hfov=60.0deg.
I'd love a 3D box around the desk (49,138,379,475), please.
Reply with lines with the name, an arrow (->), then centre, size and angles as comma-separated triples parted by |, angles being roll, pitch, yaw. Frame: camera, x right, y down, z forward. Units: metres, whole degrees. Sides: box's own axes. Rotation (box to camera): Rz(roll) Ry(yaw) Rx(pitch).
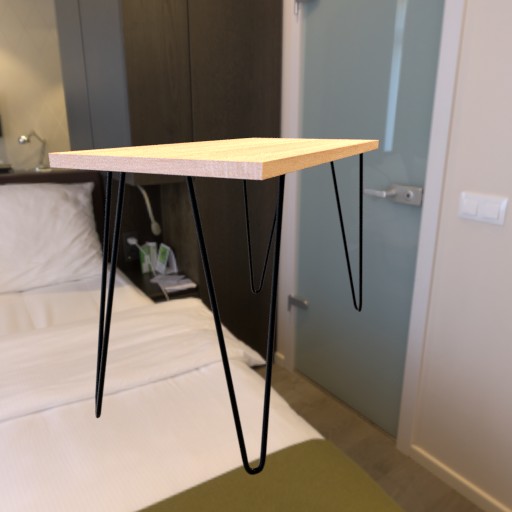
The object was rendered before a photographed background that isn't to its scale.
desk -> 0.000, 0.000, 1.358 | 0.499, 0.660, 0.991 | 8, 19, 24
